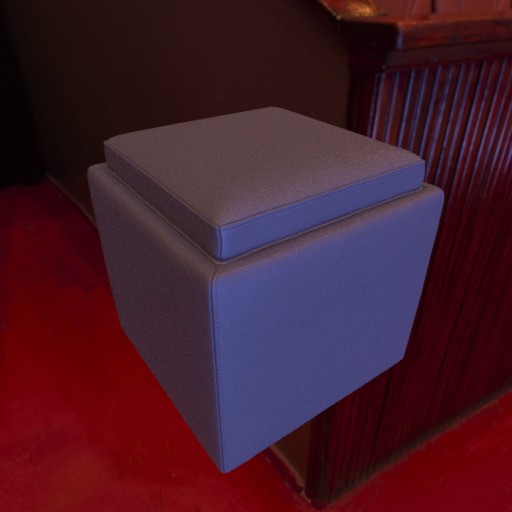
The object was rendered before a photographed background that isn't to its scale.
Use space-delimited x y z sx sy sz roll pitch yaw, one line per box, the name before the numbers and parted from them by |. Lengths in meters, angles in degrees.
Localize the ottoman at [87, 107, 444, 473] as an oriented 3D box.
ottoman | 0.000 0.000 0.828 0.450 0.460 0.451 -21 38 -29
